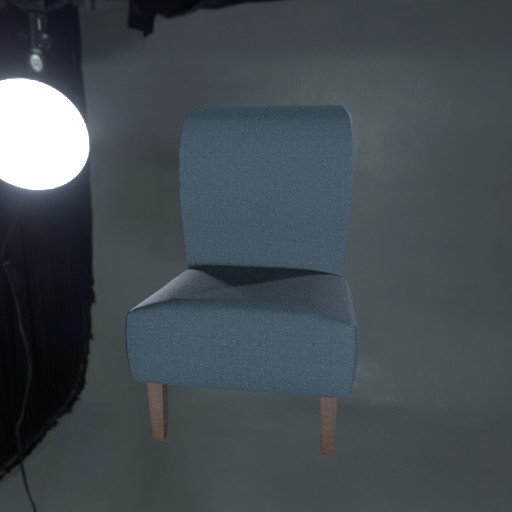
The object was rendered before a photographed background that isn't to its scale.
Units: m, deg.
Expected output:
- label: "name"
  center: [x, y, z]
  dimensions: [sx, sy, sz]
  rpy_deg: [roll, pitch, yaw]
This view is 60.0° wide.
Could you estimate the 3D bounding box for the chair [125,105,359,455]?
- label: "chair"
  center: [0.000, 0.000, 1.171]
  dimensions: [0.513, 0.804, 0.592]
  rpy_deg: [2, 13, 7]
